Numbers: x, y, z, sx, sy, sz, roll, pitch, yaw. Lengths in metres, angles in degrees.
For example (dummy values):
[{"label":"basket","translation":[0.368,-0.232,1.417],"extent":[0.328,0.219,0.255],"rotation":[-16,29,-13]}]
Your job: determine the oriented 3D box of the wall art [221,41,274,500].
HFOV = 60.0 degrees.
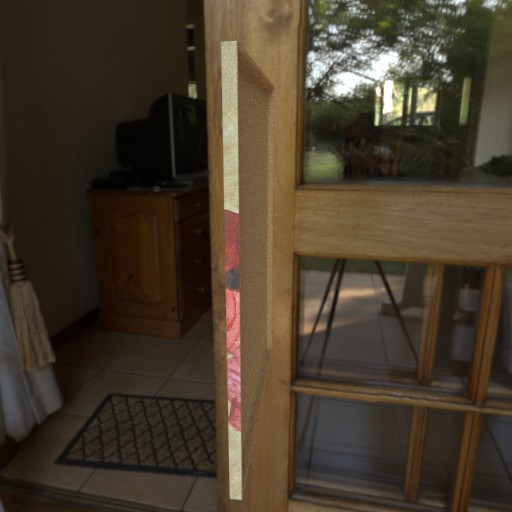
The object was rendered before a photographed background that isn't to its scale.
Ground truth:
[{"label":"wall art","translation":[0.000,0.000,1.301],"extent":[0.031,1.015,0.762],"rotation":[2,15,7]}]
